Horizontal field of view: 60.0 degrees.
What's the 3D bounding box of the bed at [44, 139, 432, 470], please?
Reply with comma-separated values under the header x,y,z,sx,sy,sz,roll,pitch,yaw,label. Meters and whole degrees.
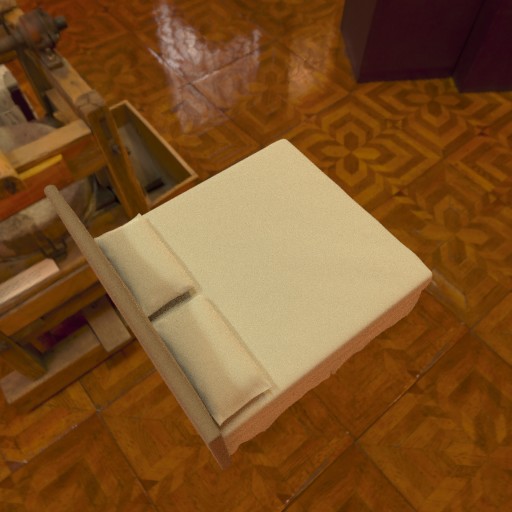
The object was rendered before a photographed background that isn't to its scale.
x,y,z,sx,sy,sz,roll,pitch,yaw,label
0.000,0.000,3.513,2.182,1.421,2.083,-33,64,-18,bed
